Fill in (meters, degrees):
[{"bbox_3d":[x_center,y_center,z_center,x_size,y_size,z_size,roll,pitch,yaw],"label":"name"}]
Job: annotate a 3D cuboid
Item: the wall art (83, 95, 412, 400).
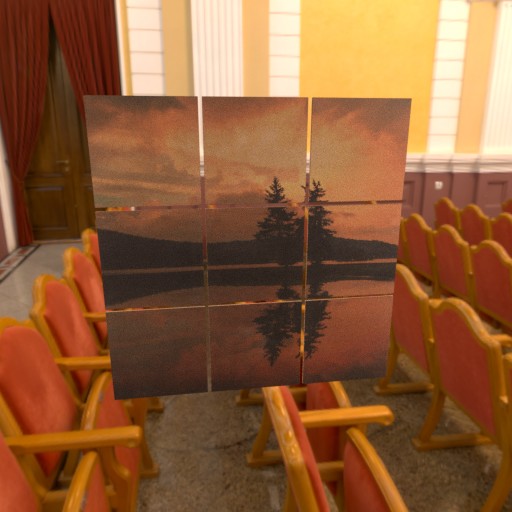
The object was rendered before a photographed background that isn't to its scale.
[{"bbox_3d":[0.000,0.000,2.253,1.520,1.525,0.013,-2,16,-8],"label":"wall art"}]
